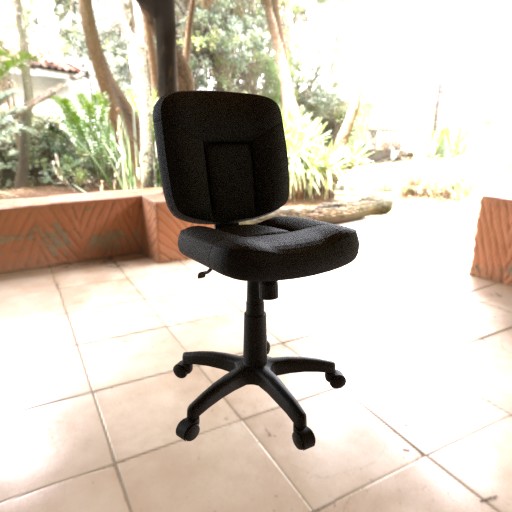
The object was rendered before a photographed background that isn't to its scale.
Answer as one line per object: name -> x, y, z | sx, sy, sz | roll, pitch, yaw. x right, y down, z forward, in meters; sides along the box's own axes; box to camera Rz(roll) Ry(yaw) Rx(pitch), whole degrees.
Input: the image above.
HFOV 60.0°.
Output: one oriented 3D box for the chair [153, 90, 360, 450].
chair -> 0.000, 0.000, 1.339 | 0.610, 0.972, 0.610 | -9, 19, -28
